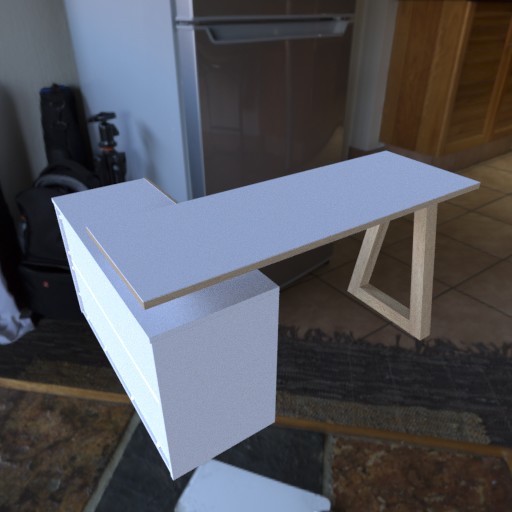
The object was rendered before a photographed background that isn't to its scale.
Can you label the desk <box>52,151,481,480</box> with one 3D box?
[{"bbox_3d":[0.000,0.000,2.001,1.404,0.755,1.098,-19,36,-29],"label":"desk"}]
